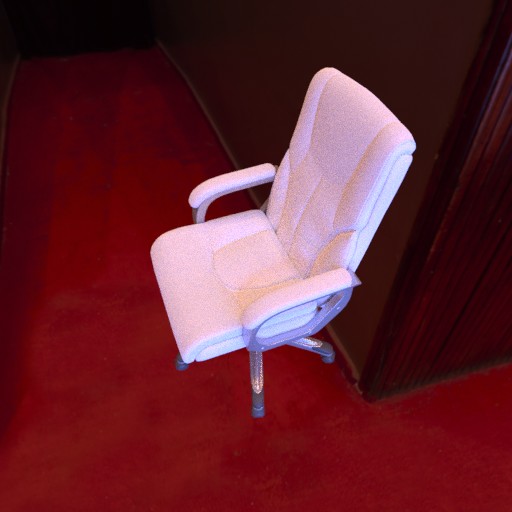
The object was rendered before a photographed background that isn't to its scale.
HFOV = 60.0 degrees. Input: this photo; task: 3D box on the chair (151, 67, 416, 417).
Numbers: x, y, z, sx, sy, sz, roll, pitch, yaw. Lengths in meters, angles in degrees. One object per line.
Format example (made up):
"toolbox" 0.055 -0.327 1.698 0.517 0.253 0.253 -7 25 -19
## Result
"chair" 0.000 0.000 1.597 0.738 1.120 0.687 -16 48 -14
